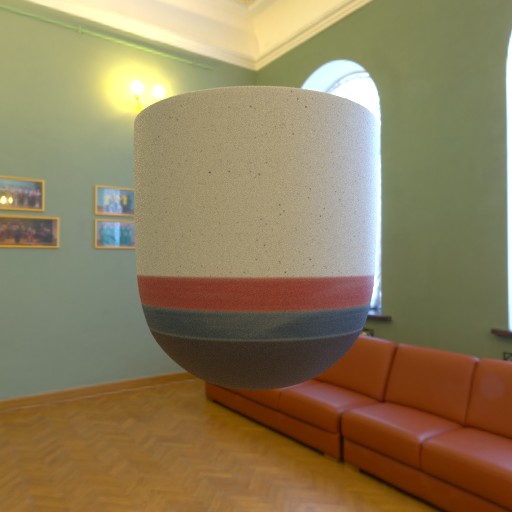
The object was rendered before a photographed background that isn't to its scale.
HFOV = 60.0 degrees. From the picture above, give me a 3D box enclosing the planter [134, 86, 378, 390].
[{"bbox_3d":[0.000,0.000,0.381,0.204,0.214,0.204,0,-1,0],"label":"planter"}]
